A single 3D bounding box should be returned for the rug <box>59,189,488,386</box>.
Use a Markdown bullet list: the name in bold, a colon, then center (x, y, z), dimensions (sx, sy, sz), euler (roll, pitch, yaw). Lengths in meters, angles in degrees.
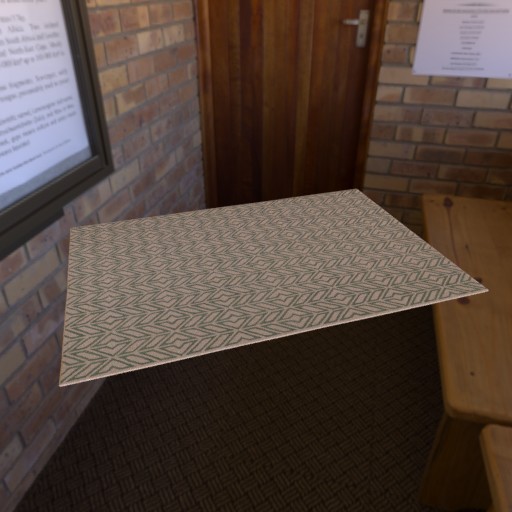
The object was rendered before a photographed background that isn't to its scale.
- **rug**: center (0.000, 0.000, 2.267), dimensions (1.828, 0.007, 1.220), euler (-10, 33, -15)
